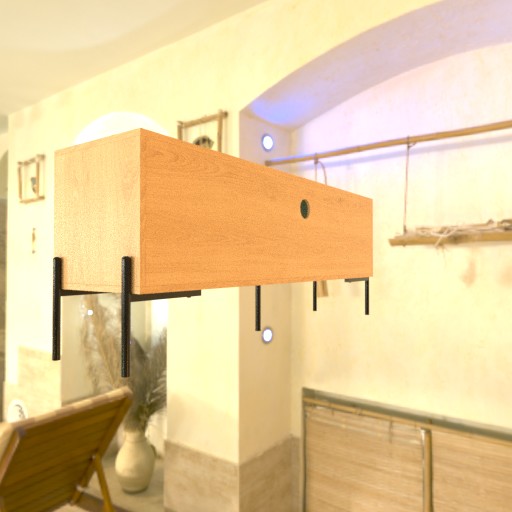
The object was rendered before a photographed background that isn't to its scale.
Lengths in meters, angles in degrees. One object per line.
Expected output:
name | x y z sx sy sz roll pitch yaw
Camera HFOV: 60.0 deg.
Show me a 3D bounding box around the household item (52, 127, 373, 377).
household item | 0.000 0.000 1.790 0.400 0.600 1.550 -1 -1 36
